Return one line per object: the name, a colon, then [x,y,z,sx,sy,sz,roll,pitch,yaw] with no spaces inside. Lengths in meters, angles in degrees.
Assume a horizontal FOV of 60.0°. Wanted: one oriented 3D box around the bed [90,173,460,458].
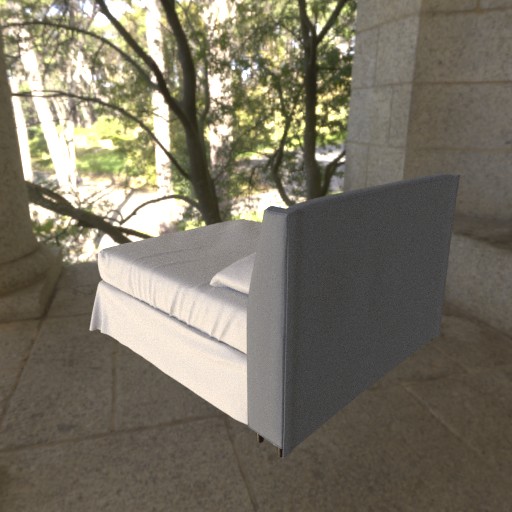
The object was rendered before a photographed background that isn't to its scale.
bed: [0.000,0.000,3.469,2.276,1.332,1.925,16,24,42]
